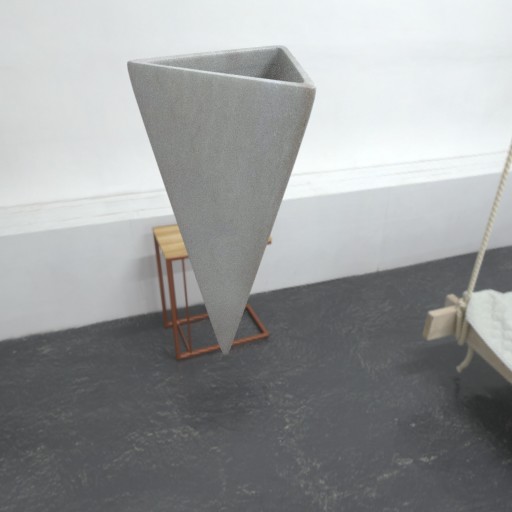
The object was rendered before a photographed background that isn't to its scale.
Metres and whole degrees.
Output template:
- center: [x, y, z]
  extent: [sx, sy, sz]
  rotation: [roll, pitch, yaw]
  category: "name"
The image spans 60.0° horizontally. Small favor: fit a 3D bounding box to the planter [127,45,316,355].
- center: [0.000, 0.000, 0.159]
  extent: [0.058, 0.130, 0.047]
  rotation: [-23, 38, -32]
  category: "planter"
